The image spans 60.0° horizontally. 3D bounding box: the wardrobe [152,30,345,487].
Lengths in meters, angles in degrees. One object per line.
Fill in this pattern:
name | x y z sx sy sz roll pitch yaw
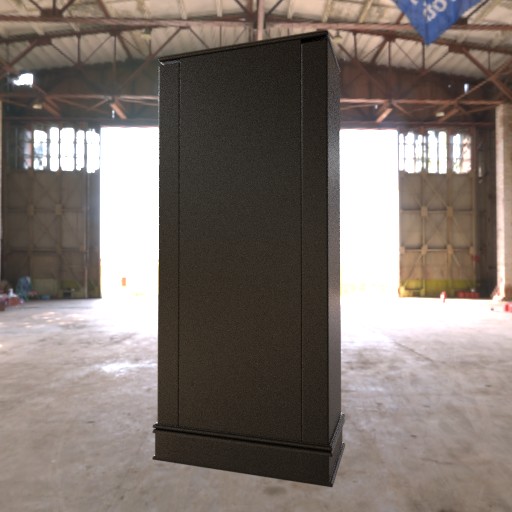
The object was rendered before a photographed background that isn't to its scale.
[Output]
wardrobe | 0.000 0.000 1.177 0.444 1.011 0.295 0 -1 18
